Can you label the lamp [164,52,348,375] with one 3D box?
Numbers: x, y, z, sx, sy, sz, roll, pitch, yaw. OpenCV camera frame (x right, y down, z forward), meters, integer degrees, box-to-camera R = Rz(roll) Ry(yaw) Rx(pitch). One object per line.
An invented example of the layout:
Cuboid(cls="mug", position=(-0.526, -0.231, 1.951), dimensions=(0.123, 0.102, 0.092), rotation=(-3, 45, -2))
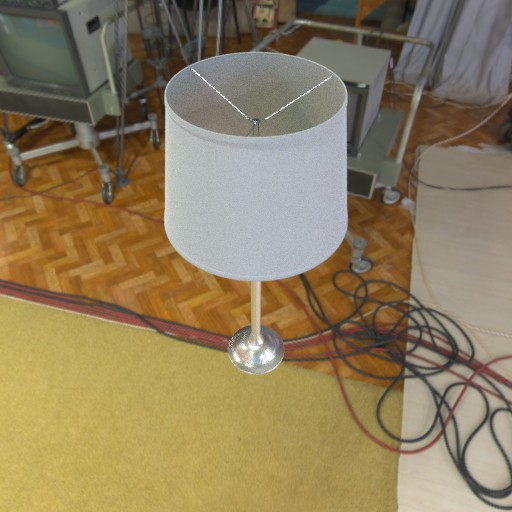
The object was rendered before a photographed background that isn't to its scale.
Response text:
Cuboid(cls="lamp", position=(0.000, 0.000, 0.891), dimensions=(0.331, 0.698, 0.331), rotation=(0, 46, 0))
